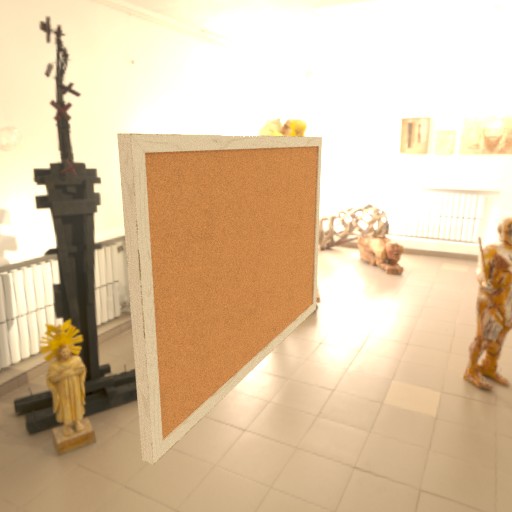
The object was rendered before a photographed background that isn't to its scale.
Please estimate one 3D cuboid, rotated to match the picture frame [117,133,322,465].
[{"bbox_3d":[0.000,0.000,1.221,0.029,0.640,0.950,7,16,26],"label":"picture frame"}]
